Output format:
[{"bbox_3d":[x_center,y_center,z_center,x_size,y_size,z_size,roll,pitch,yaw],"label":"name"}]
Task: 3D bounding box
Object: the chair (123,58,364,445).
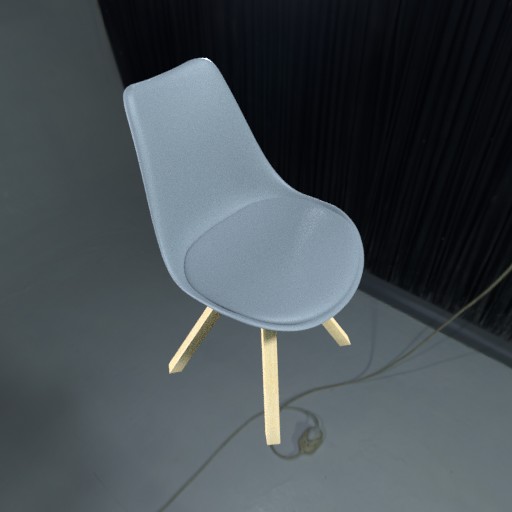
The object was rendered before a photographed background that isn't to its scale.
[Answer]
[{"bbox_3d":[0.000,0.000,1.171,0.549,0.850,0.485,27,49,26],"label":"chair"}]
